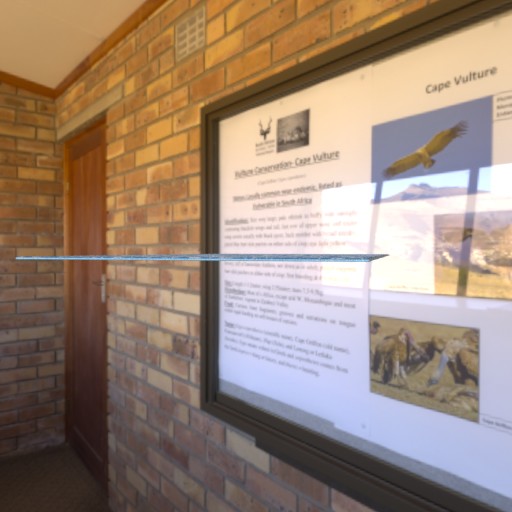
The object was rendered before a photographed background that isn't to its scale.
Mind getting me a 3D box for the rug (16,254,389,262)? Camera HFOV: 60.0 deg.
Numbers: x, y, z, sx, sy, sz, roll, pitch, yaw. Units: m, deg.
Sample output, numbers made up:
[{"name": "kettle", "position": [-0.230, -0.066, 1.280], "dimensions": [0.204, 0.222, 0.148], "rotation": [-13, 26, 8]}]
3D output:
[{"name": "rug", "position": [0.000, 0.000, 2.797], "dimensions": [1.554, 0.012, 2.205], "rotation": [0, 1, 18]}]
